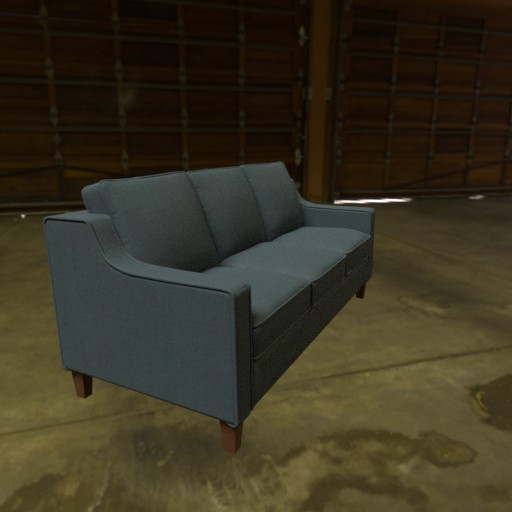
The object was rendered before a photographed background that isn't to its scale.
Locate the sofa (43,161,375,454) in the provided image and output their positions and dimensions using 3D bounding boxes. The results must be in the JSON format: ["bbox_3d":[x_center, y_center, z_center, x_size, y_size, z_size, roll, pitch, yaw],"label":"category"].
[{"bbox_3d":[0.000,0.000,2.514,0.911,0.974,1.986,8,17,27],"label":"sofa"}]
